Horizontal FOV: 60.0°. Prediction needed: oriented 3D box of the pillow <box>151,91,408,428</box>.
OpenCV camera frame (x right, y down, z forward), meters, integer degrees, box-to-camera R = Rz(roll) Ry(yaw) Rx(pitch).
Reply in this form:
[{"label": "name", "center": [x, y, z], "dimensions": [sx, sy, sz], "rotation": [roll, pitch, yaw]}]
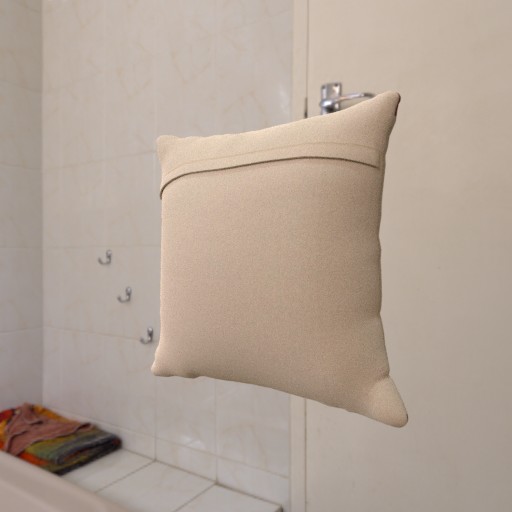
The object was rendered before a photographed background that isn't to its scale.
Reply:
[{"label": "pillow", "center": [0.000, 0.000, 0.798], "dimensions": [0.536, 0.506, 0.229], "rotation": [0, 0, 35]}]
